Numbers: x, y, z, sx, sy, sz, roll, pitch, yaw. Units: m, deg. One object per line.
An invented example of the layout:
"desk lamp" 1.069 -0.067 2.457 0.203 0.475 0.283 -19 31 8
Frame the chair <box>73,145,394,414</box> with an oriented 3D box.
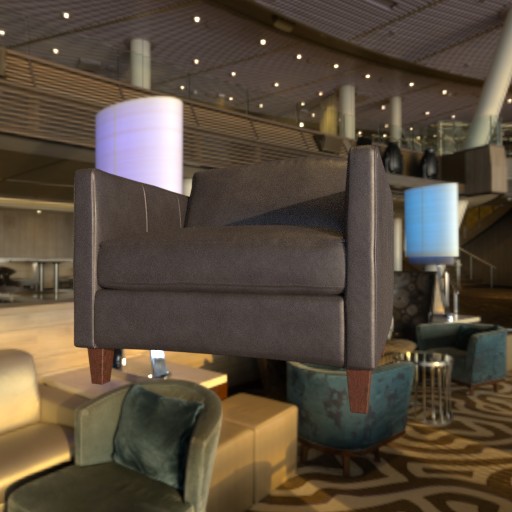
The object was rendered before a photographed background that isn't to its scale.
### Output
"chair" 0.000 0.000 1.617 0.939 0.811 0.862 0 -1 19
